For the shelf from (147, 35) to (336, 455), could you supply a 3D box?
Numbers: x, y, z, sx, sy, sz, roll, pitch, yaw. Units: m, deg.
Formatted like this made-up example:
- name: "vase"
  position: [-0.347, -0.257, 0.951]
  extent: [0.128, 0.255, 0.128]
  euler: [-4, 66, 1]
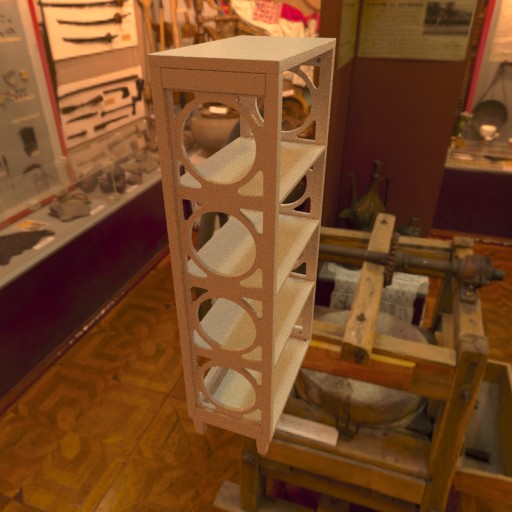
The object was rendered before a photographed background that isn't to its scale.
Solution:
- name: "shelf"
  position: [0.000, 0.000, 1.634]
  extent: [0.340, 1.411, 0.611]
  euler: [11, 32, 18]
